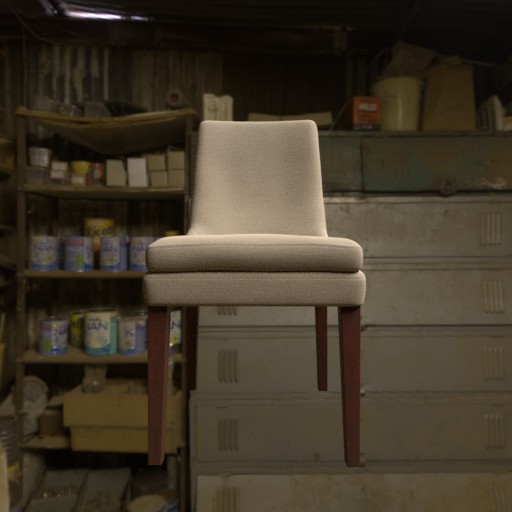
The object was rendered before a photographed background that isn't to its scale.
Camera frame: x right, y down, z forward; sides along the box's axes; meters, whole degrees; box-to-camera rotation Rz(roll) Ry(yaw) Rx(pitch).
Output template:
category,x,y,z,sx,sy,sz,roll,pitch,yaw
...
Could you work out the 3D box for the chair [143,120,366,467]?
category,x,y,z,sx,sy,sz,roll,pitch,yaw
chair,0.000,0.000,1.297,0.515,0.940,0.638,0,1,1
